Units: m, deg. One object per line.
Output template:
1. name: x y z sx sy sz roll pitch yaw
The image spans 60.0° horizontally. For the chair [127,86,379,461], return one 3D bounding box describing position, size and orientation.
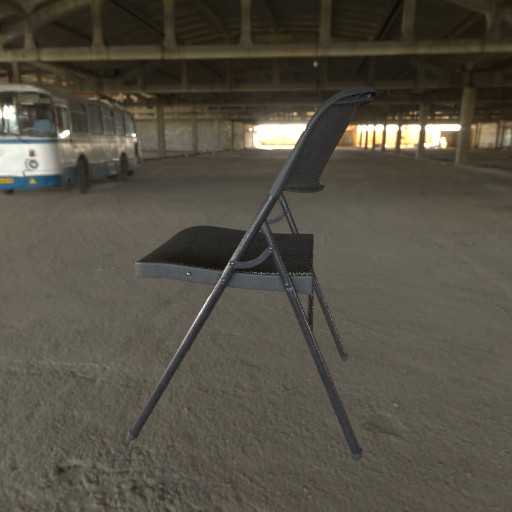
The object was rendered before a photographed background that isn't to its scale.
1. chair: 0.000 0.000 1.160 0.567 0.810 0.494 2 15 7
